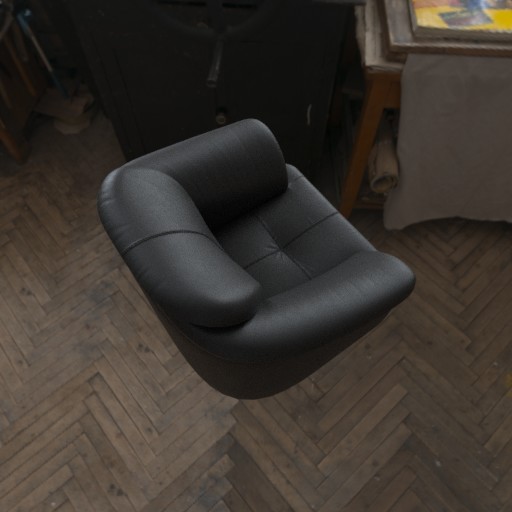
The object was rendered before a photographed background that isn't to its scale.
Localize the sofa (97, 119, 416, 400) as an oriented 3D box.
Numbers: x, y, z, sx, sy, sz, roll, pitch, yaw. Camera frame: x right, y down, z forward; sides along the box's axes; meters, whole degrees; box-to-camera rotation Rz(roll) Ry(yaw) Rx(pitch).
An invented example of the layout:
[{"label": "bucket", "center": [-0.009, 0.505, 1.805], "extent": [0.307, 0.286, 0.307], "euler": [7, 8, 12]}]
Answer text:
[{"label": "sofa", "center": [0.000, 0.000, 1.515], "extent": [0.794, 0.811, 0.870], "euler": [-31, 64, -17]}]
